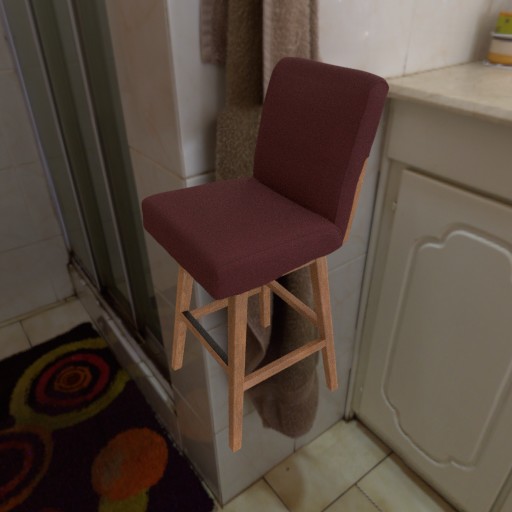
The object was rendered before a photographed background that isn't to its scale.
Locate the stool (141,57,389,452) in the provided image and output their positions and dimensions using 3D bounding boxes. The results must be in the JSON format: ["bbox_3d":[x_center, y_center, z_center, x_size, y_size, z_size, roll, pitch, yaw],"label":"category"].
[{"bbox_3d":[0.000,0.000,1.413,0.562,1.093,0.468,-21,38,-29],"label":"stool"}]
